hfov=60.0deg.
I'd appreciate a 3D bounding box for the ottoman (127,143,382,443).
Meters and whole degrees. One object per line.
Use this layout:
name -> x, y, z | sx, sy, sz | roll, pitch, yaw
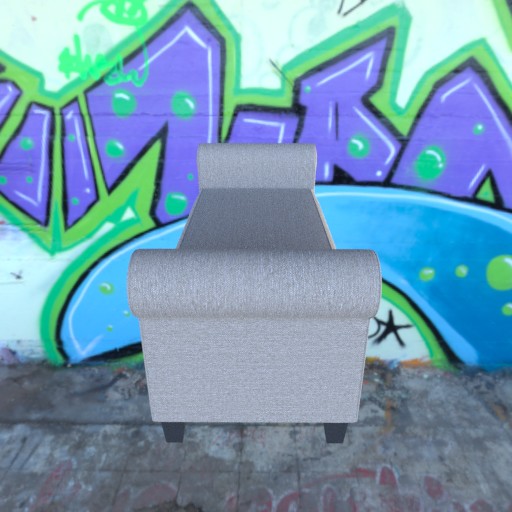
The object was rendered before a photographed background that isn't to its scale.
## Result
ottoman -> 0.000, 0.000, 1.527 | 0.521, 0.547, 1.256 | 0, 25, 0
